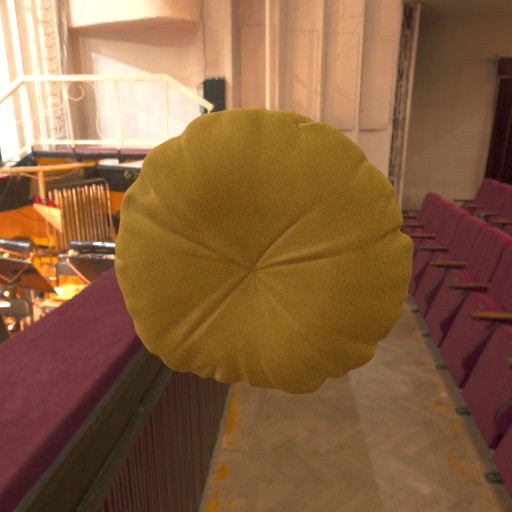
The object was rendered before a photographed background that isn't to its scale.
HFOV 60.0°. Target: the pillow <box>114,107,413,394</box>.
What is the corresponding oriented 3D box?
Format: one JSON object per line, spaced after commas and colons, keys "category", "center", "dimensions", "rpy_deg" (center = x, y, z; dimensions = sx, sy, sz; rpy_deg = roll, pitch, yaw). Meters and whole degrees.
{"category": "pillow", "center": [0.000, 0.000, 0.639], "dimensions": [0.428, 0.407, 0.148], "rpy_deg": [3, 16, 9]}
